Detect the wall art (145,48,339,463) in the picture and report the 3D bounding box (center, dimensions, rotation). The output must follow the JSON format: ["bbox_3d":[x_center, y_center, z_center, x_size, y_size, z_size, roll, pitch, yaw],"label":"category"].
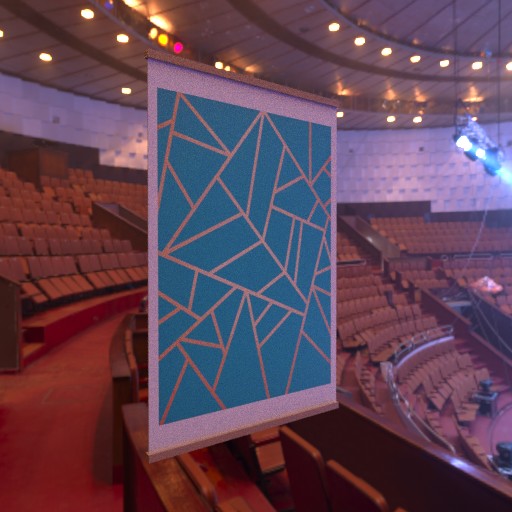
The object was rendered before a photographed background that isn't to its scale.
[{"bbox_3d":[0.000,0.000,1.921,0.990,1.519,0.030,-1,1,-36],"label":"wall art"}]
